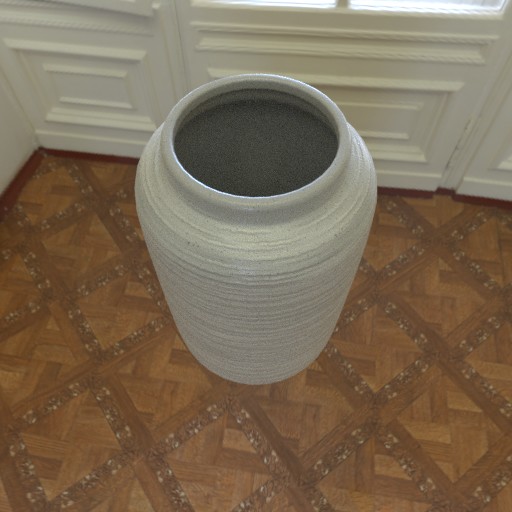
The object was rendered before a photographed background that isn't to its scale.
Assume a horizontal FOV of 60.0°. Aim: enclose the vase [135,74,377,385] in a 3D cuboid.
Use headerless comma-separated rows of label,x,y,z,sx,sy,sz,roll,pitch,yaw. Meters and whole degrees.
vase,0.000,0.000,0.461,0.202,0.335,0.202,0,58,0
